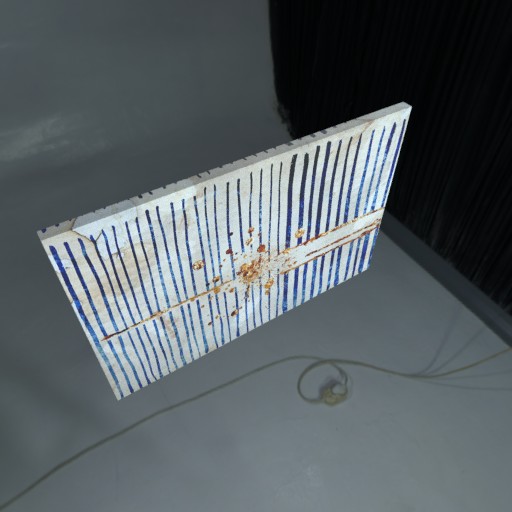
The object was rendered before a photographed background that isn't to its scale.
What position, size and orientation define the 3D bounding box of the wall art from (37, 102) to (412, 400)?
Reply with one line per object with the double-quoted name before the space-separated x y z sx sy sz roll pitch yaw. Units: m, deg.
"wall art" 0.000 0.000 1.181 0.919 0.609 0.030 -25 51 -22
